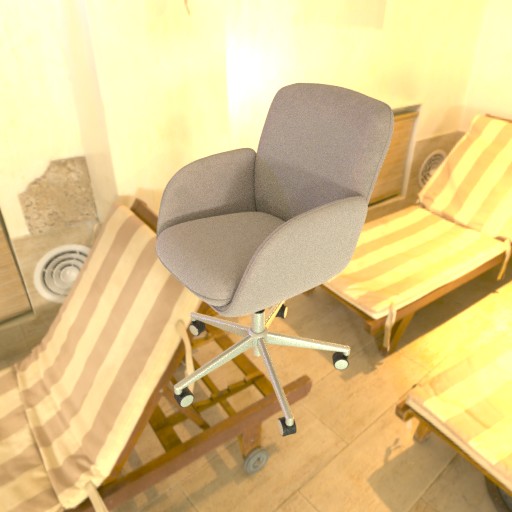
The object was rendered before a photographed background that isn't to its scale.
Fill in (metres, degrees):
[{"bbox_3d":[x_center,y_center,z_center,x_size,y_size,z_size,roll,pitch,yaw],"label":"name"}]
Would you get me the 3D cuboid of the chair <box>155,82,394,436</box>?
[{"bbox_3d":[0.000,0.000,1.413,0.654,0.959,0.648,-20,36,-30],"label":"chair"}]
